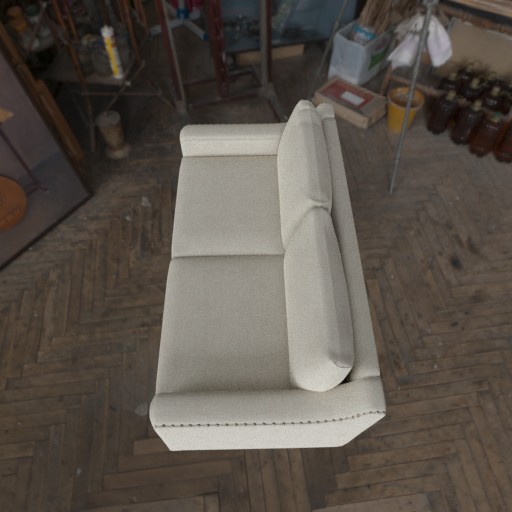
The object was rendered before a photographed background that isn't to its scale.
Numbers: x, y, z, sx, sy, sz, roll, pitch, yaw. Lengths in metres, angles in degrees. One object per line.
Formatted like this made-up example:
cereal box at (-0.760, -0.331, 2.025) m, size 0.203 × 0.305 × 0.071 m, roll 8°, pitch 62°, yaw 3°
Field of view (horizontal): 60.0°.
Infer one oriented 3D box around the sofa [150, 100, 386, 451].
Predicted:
sofa at (0.000, 0.000, 2.769) m, size 1.104 × 0.983 × 2.107 m, roll -1°, pitch 57°, yaw -1°
